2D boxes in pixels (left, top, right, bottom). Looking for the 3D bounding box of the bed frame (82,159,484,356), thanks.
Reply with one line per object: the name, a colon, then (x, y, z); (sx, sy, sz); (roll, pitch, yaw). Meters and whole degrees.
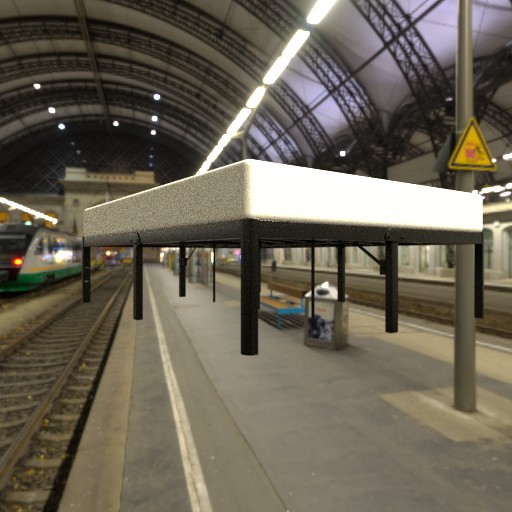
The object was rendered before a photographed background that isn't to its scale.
bed frame: (0.000, 0.000, 2.741); (1.557, 0.659, 2.072); (0, 0, -36)
